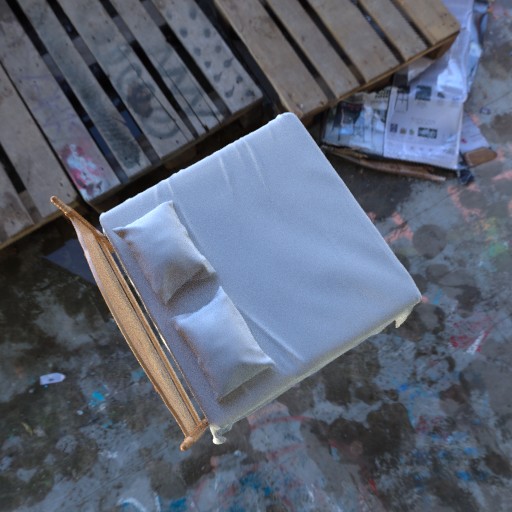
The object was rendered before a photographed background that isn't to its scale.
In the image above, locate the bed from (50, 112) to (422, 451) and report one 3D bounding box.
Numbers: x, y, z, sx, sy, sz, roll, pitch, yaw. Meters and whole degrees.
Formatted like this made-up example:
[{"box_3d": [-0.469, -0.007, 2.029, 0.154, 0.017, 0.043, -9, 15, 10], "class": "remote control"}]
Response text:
[{"box_3d": [0.000, 0.000, 3.638, 2.219, 1.355, 2.322, -30, 78, -7], "class": "bed"}]
